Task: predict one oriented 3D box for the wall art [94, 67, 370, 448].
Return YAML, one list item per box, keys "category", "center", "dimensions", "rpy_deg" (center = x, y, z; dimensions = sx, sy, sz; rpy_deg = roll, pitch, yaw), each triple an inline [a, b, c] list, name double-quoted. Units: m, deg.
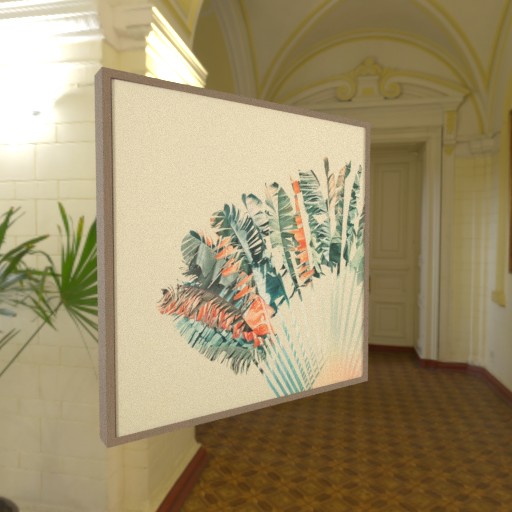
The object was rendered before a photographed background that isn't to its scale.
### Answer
- category: "wall art"
  center: [0.000, 0.000, 0.744]
  dimensions: [0.508, 0.506, 0.038]
  rpy_deg: [-2, 3, -34]
